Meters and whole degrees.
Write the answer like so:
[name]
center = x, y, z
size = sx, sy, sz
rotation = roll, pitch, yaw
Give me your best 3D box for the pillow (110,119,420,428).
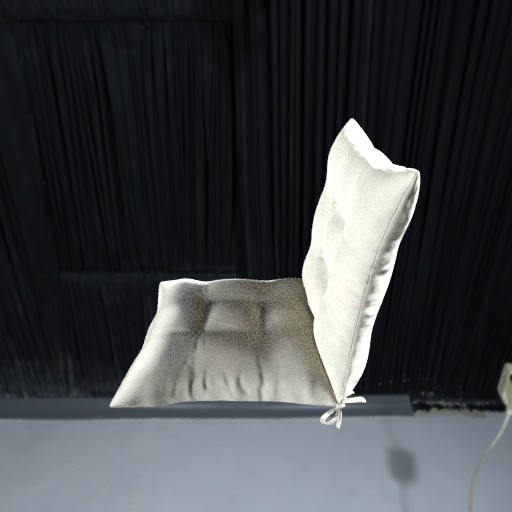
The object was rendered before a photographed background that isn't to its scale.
[pillow]
center = 0.000, 0.000, 1.016
size = 0.585, 0.536, 0.541
rotation = 0, 26, 0
